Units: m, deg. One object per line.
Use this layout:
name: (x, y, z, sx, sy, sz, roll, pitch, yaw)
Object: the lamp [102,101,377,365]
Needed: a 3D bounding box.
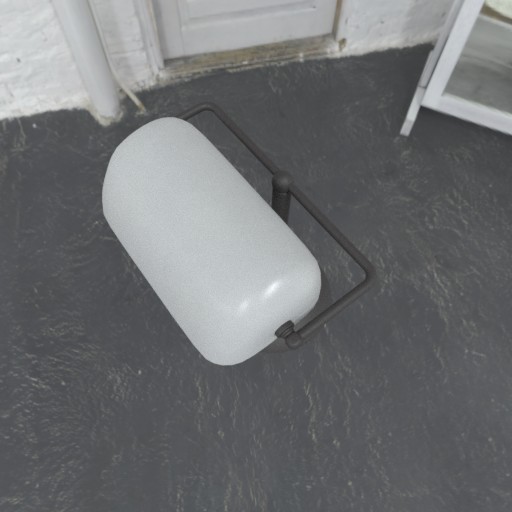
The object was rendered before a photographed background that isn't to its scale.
lamp: (0.000, 0.000, 0.516, 0.243, 0.339, 0.264, -34, 68, -16)
